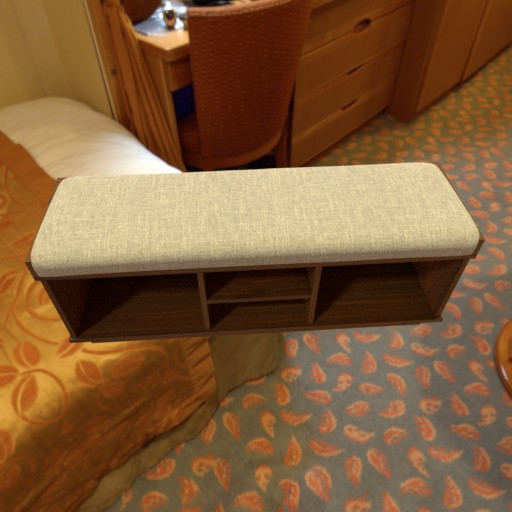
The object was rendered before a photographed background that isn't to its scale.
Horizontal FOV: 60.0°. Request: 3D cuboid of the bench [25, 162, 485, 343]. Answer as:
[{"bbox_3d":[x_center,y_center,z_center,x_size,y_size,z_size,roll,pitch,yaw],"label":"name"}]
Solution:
[{"bbox_3d":[0.000,0.000,1.407,1.196,0.468,0.367,-3,47,-3],"label":"bench"}]
